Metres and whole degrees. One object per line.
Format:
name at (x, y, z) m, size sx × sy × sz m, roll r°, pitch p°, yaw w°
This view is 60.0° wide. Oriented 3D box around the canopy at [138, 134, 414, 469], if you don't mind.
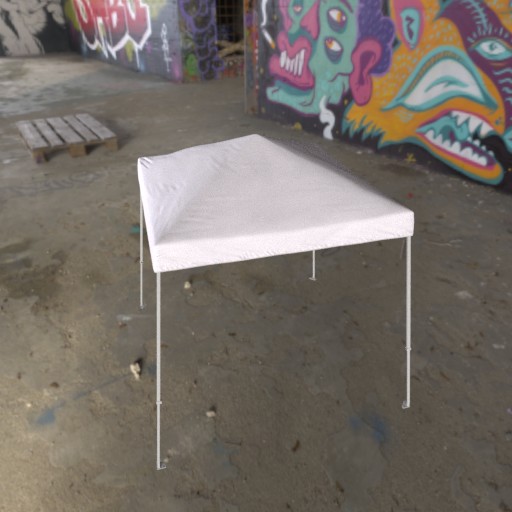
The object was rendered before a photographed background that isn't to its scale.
canopy at (0.000, 0.000, 5.200) m, size 2.849 × 2.850 × 2.850 m, roll -8°, pitch 31°, yaw -14°
